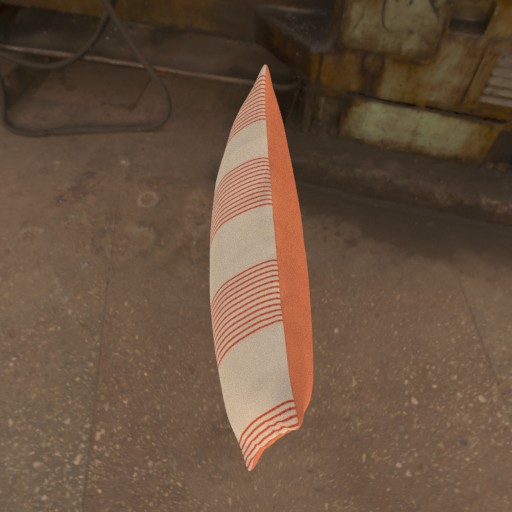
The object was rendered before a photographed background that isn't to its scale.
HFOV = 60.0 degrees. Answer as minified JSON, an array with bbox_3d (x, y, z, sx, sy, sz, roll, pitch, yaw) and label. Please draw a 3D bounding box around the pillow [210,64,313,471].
[{"bbox_3d":[0.000,0.000,0.732,0.156,0.292,0.608,-2,57,-1],"label":"pillow"}]
